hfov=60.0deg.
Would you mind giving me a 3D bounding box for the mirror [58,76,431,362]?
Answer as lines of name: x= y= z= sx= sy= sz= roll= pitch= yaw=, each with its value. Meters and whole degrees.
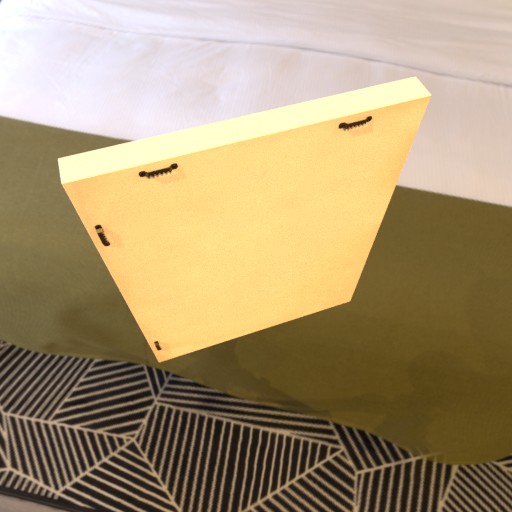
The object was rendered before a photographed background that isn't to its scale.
mirror: x=0.000 y=0.000 z=0.683 sx=0.406 sy=0.509 sz=0.041 roll=-16 pitch=59 yaw=-10
